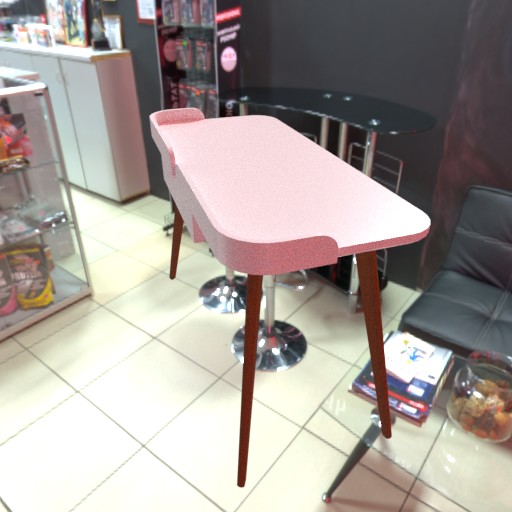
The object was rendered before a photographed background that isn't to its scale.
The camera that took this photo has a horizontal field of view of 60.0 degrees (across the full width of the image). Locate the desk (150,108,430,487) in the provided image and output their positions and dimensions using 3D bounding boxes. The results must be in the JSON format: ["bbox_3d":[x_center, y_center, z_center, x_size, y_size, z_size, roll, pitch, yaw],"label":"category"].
[{"bbox_3d":[0.000,0.000,1.609,0.534,0.807,1.206,-10,32,-16],"label":"desk"}]
